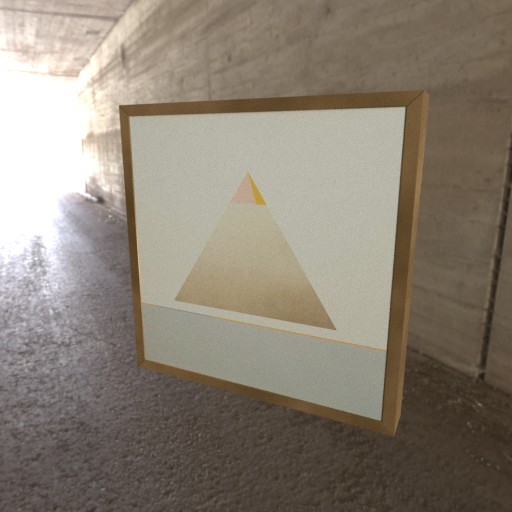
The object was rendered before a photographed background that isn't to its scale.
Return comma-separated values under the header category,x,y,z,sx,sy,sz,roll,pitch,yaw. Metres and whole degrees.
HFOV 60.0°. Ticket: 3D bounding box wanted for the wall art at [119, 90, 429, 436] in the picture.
category,x,y,z,sx,sy,sz,roll,pitch,yaw
wall art,0.000,0.000,0.457,0.305,0.303,0.038,7,16,25
